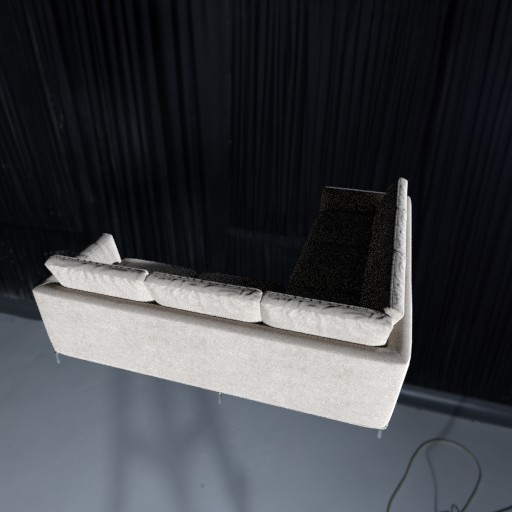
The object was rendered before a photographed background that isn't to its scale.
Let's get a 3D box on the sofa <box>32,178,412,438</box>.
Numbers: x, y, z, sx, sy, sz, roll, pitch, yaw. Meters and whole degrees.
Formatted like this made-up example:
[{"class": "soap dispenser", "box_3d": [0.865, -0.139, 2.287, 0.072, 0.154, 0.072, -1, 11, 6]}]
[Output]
[{"class": "sofa", "box_3d": [0.000, 0.000, 3.715, 2.438, 0.864, 2.438, 9, 32, 14]}]
